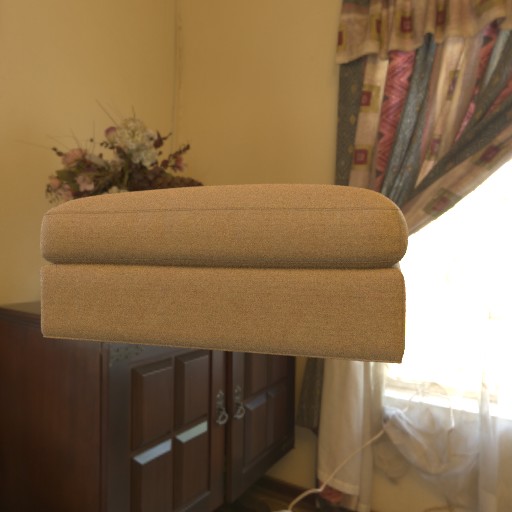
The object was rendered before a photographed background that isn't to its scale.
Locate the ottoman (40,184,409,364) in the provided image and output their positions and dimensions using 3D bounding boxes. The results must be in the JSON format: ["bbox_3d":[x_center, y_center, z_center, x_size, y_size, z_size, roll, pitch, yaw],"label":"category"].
[{"bbox_3d":[0.000,0.000,1.631,1.041,0.470,1.041,0,1,17],"label":"ottoman"}]
